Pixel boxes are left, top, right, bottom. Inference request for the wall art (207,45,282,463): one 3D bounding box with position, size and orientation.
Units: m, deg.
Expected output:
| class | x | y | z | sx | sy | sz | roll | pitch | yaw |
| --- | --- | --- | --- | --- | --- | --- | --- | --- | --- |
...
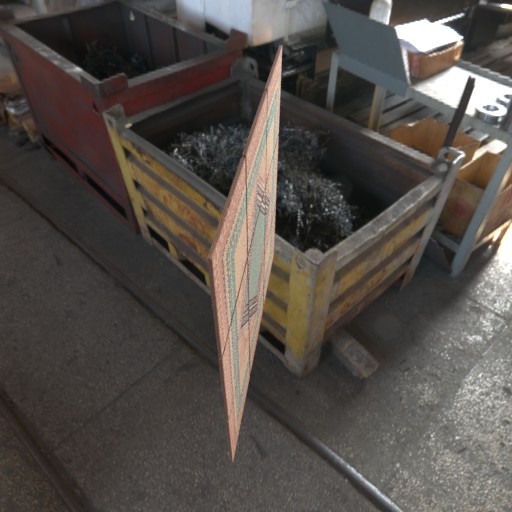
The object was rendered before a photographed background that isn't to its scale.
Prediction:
| class | x | y | z | sx | sy | sz | roll | pitch | yaw |
| --- | --- | --- | --- | --- | --- | --- | --- | --- | --- |
| wall art | 0.000 | 0.000 | 2.273 | 0.014 | 1.525 | 1.527 | 7 | 46 | 7 |
